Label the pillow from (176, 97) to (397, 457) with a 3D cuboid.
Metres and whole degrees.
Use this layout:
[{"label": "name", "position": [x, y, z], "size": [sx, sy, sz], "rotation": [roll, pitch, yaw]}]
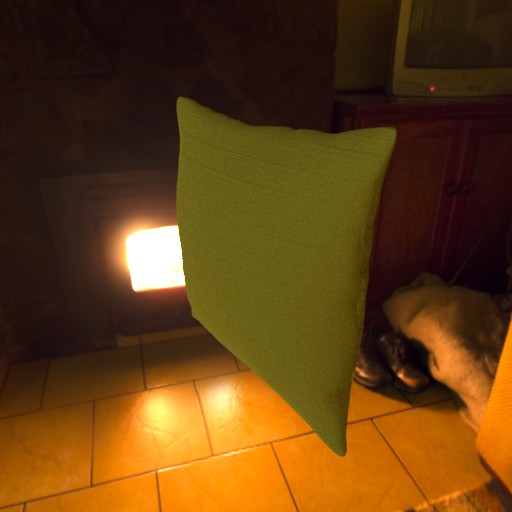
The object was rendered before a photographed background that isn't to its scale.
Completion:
[{"label": "pillow", "position": [0.000, 0.000, 0.721], "size": [0.175, 0.464, 0.470], "rotation": [-17, 30, -32]}]
